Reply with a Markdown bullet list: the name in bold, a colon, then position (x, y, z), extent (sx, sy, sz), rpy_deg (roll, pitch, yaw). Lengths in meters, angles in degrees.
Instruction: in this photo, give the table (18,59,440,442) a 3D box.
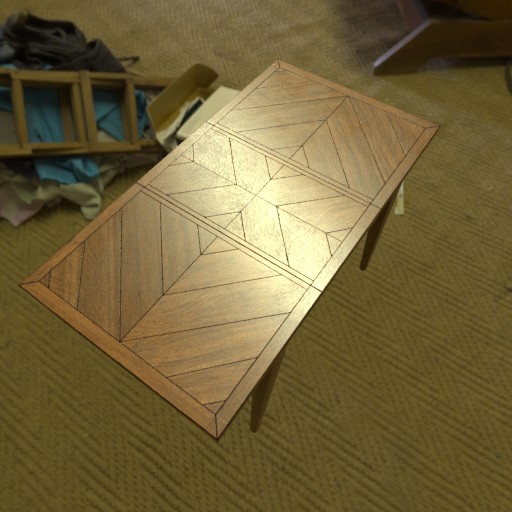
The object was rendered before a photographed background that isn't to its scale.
- **table**: position (0.000, 0.000, 1.838), extent (0.757, 0.760, 1.400), rpy_deg (31, 62, 18)
